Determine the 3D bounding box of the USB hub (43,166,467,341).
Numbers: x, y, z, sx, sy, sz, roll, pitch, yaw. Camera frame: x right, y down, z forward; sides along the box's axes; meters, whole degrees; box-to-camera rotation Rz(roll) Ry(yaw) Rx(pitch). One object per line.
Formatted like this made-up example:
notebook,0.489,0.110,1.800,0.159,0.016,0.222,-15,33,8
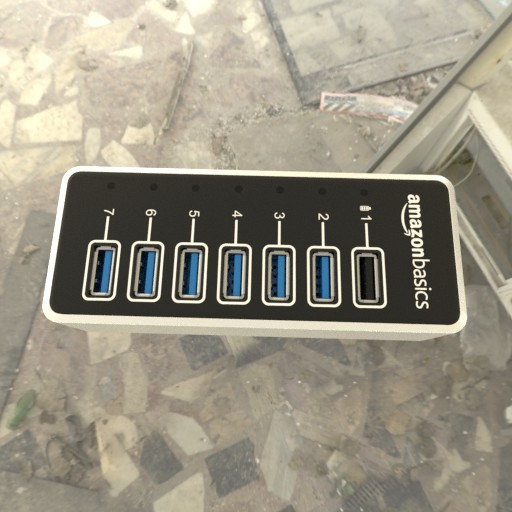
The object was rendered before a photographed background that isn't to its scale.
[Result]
USB hub,0.000,0.000,0.129,0.110,0.023,0.044,2,74,0
